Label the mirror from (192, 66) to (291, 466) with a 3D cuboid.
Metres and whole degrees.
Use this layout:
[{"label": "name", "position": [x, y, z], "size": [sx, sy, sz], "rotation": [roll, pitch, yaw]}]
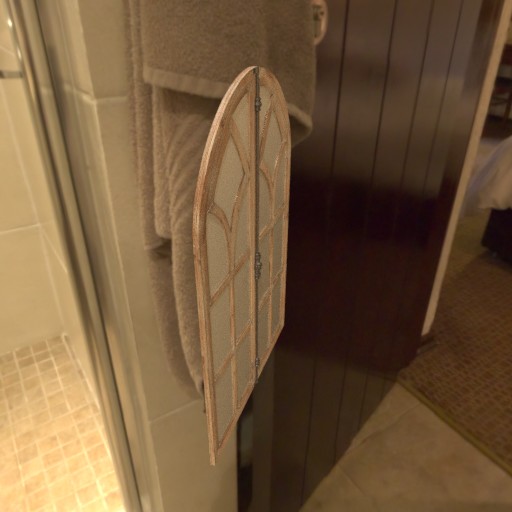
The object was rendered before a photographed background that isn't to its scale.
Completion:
[{"label": "mirror", "position": [0.000, 0.000, 1.159], "size": [0.032, 0.915, 0.609], "rotation": [10, 31, 17]}]
